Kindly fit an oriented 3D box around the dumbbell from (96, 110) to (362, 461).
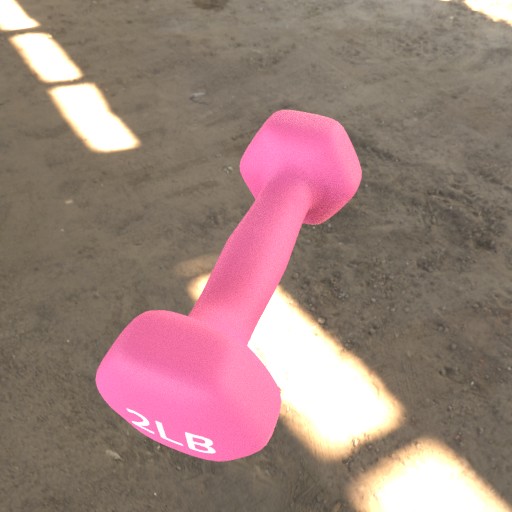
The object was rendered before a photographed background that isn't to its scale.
[{"bbox_3d":[0.000,0.000,0.172,0.058,0.053,0.146,16,49,14],"label":"dumbbell"}]
